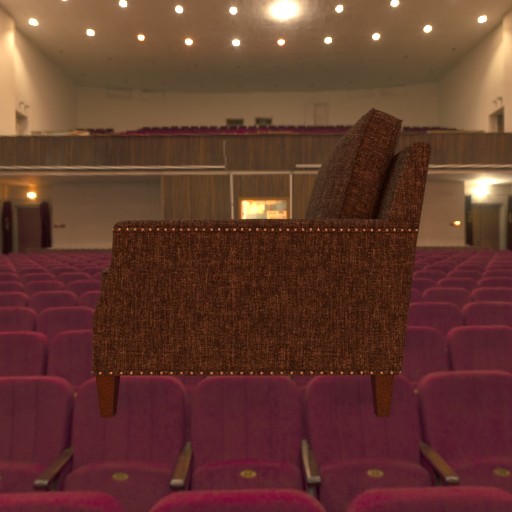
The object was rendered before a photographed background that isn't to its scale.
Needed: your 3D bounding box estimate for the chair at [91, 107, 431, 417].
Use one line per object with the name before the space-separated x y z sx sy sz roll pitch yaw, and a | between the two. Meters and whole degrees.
chair | 0.000 0.000 1.697 1.014 0.943 0.853 0 0 0
